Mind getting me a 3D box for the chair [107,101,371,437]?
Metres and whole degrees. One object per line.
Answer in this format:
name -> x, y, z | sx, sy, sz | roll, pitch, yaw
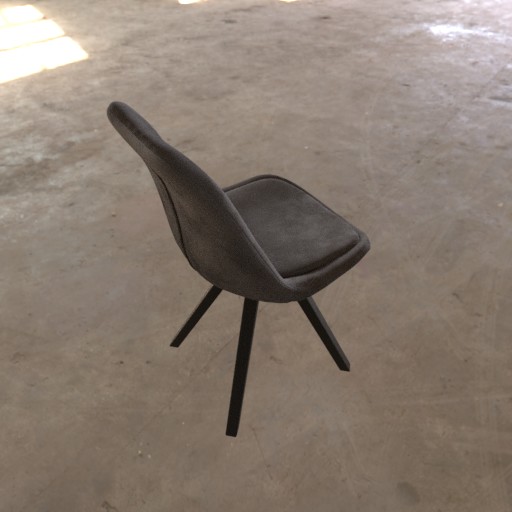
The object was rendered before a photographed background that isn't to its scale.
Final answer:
chair -> 0.000, 0.000, 1.171 | 0.550, 0.850, 0.476 | -23, 45, -25
